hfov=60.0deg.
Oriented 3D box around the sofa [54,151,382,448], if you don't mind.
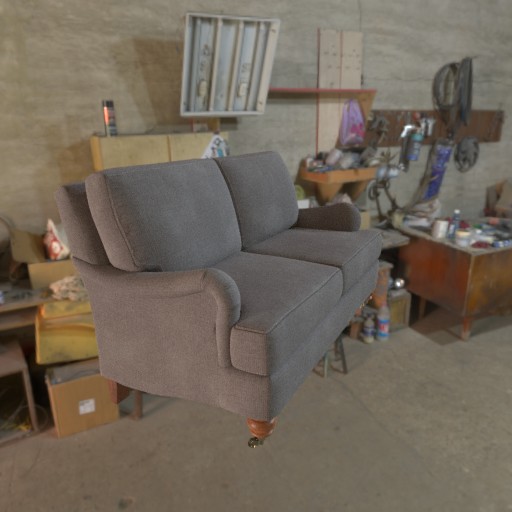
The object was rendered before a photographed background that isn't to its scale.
[{"bbox_3d":[0.000,0.000,2.555,1.084,1.101,1.853,8,18,27],"label":"sofa"}]
